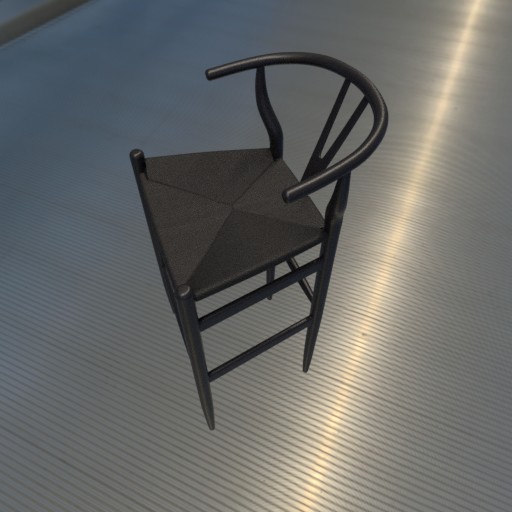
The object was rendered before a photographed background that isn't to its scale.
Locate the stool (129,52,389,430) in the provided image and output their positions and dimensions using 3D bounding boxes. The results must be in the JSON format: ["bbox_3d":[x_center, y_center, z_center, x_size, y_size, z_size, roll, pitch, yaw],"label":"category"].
[{"bbox_3d":[0.000,0.000,1.392,0.579,1.072,0.569,-16,51,-14],"label":"stool"}]
